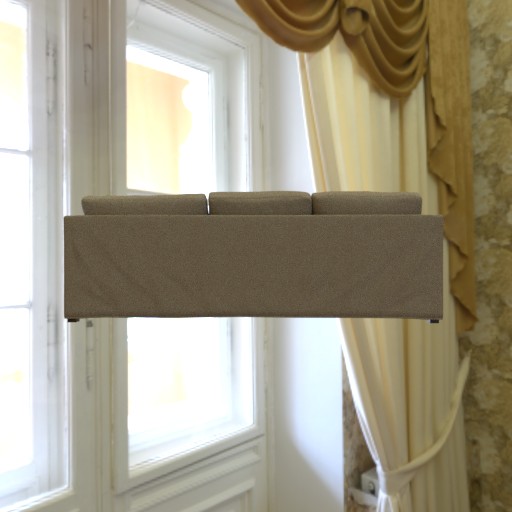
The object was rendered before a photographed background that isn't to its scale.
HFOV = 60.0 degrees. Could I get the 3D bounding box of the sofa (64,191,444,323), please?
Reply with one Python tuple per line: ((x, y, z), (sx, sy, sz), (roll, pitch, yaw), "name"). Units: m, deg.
((0.000, 0.000, 4.376), (2.432, 0.871, 3.182), (0, 0, 1), "sofa")
